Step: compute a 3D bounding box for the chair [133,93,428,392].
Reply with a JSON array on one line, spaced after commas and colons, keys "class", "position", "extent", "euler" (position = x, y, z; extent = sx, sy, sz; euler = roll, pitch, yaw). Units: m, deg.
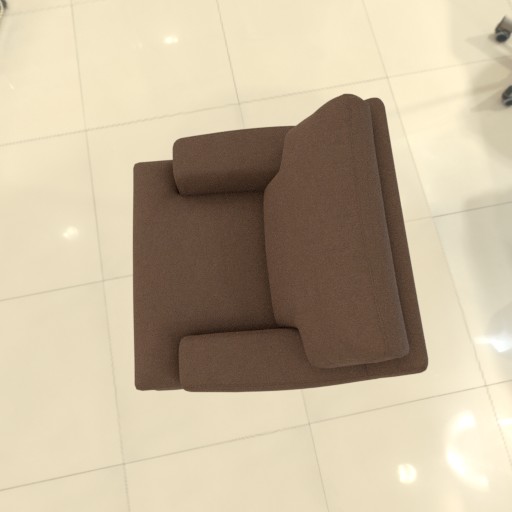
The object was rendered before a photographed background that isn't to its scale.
[{"class": "chair", "position": [0.000, 0.000, 1.985], "extent": [1.143, 0.940, 1.168], "euler": [-4, 75, -1]}]
